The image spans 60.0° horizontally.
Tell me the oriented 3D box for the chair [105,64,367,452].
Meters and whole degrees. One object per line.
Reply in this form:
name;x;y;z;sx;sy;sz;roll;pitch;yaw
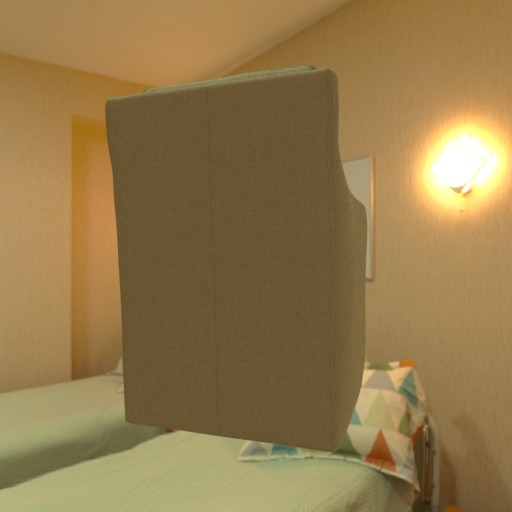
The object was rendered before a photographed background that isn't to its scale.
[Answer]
chair;0.000;0.000;1.352;0.626;0.914;0.694;0;0;19
